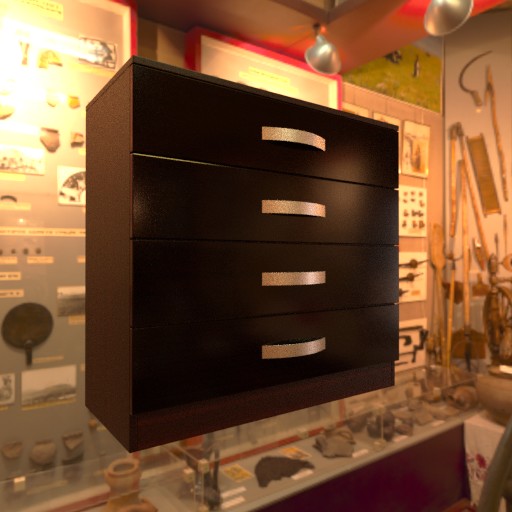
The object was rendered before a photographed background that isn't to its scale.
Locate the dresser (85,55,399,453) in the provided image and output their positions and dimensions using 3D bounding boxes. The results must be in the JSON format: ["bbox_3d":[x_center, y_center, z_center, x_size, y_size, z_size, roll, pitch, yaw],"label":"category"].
[{"bbox_3d":[0.000,0.000,1.132,0.750,0.720,0.360,0,0,-35],"label":"dresser"}]
